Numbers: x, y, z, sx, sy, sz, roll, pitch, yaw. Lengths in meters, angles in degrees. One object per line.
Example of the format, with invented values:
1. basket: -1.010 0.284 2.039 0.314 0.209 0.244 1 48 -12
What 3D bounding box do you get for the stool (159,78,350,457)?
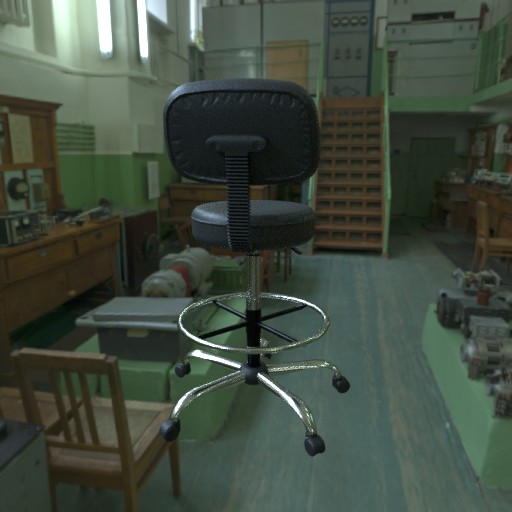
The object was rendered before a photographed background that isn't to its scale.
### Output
1. stool: 0.000 0.000 1.527 0.694 1.069 0.658 2 14 9
